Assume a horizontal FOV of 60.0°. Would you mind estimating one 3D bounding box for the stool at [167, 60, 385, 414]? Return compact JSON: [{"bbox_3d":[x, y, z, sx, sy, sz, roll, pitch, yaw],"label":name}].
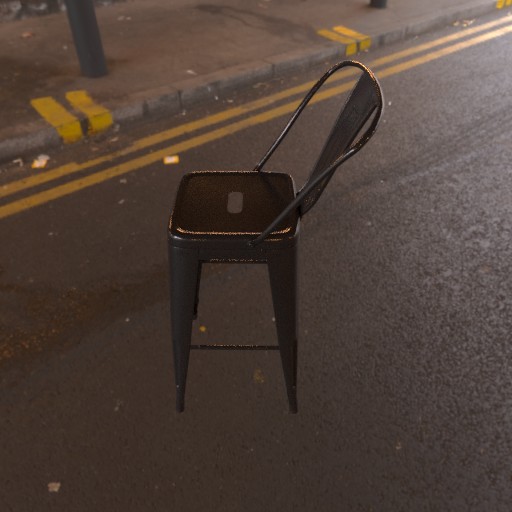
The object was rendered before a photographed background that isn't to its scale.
[{"bbox_3d":[0.000,0.000,1.291,0.528,1.022,0.432,0,42,0],"label":"stool"}]
